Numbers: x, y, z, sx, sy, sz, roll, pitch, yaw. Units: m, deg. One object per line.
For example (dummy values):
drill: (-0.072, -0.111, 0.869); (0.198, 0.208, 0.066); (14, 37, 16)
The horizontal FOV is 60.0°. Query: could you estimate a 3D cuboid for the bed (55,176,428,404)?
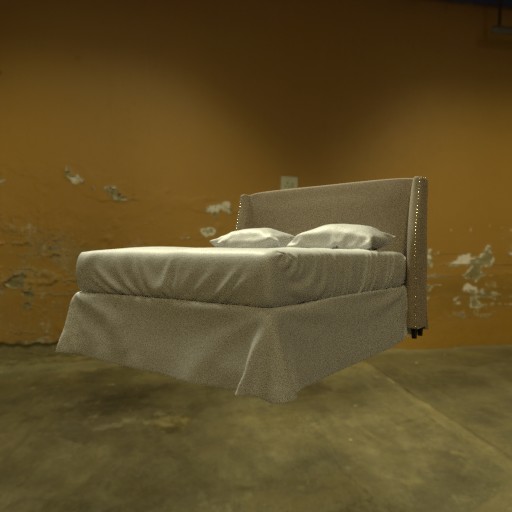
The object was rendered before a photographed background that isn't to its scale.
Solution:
bed: (0.000, 0.000, 3.363); (1.925, 1.332, 2.276); (0, 0, 37)
